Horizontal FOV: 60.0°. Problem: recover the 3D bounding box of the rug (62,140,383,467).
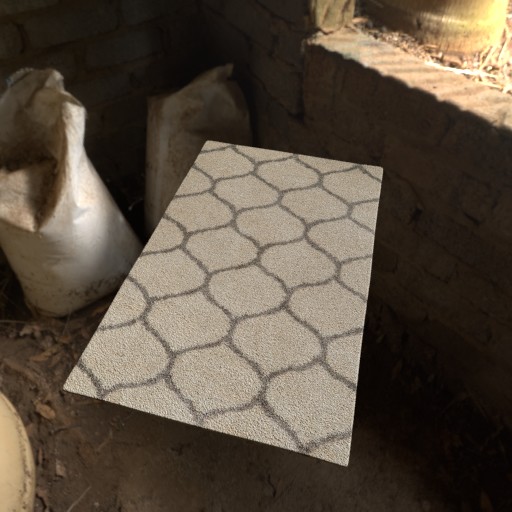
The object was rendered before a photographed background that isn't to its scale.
[{"bbox_3d":[0.000,0.000,2.949,1.501,0.024,2.348,11,49,10],"label":"rug"}]
